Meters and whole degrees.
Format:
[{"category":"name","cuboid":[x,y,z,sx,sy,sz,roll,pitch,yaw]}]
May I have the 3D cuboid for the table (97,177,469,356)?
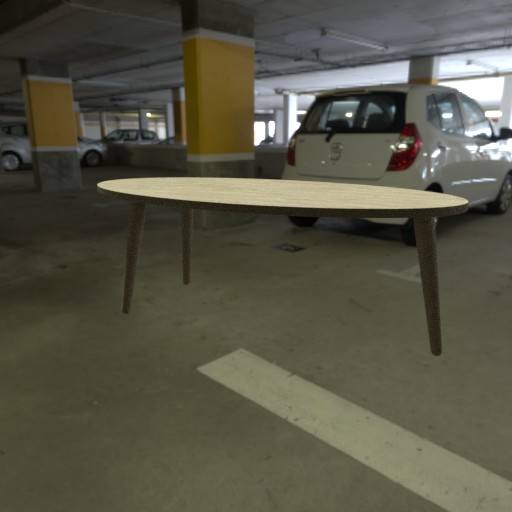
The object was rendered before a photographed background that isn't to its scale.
[{"category":"table","cuboid":[0.000,0.000,1.294,1.083,0.390,0.542,8,17,27]}]
